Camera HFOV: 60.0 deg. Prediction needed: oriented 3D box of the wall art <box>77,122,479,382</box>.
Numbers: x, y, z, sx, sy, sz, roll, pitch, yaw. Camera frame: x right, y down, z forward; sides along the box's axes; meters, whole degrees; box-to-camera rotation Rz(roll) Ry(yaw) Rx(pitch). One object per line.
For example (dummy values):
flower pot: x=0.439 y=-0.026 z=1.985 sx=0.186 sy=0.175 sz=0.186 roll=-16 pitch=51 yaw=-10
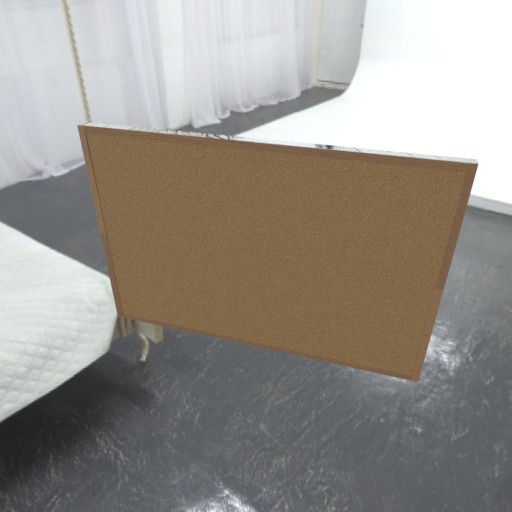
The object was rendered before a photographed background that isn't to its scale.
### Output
wall art: x=0.000 y=0.000 z=1.432 sx=1.141 sy=0.758 sz=0.035 roll=9 pitch=33 yaw=15
